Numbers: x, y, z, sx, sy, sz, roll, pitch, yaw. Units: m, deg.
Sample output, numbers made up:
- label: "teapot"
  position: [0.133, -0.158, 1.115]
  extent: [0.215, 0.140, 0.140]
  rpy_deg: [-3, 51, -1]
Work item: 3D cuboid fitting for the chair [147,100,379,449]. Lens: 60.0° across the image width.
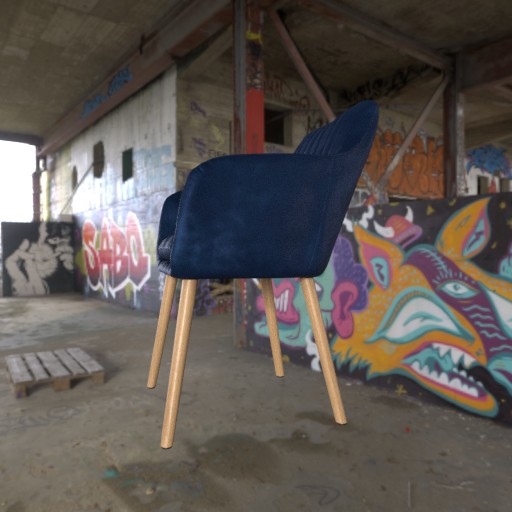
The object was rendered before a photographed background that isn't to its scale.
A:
- label: "chair"
  position: [0.000, 0.000, 1.253]
  extent: [0.573, 0.826, 0.578]
  rpy_deg: [0, 1, -17]
